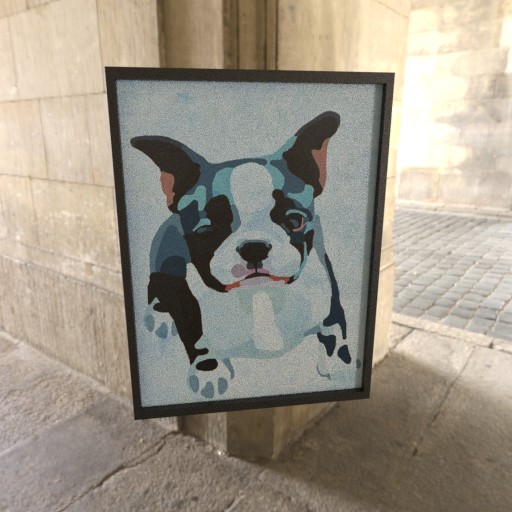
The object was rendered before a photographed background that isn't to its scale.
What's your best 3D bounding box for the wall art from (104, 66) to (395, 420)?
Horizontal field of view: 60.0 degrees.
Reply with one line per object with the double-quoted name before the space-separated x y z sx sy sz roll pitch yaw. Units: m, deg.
"wall art" 0.000 0.000 1.319 0.774 1.027 0.030 -2 16 -8
